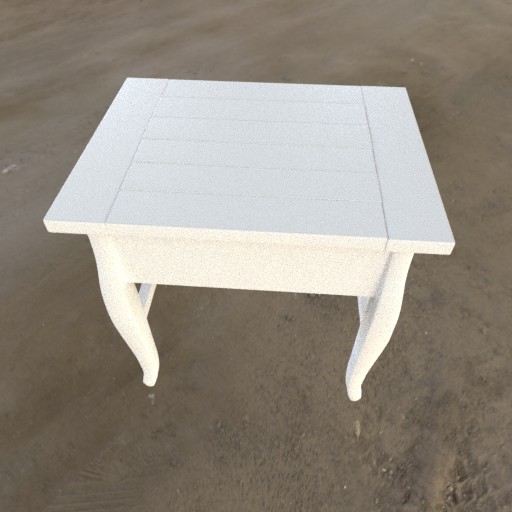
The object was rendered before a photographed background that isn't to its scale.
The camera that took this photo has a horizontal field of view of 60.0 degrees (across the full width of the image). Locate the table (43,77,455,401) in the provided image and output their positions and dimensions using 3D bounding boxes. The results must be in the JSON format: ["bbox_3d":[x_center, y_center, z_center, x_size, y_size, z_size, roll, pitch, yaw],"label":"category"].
[{"bbox_3d":[0.000,0.000,1.015,0.599,0.605,0.463,3,47,3],"label":"table"}]
